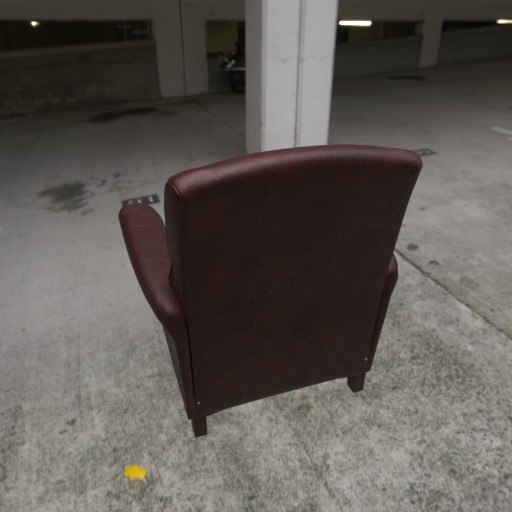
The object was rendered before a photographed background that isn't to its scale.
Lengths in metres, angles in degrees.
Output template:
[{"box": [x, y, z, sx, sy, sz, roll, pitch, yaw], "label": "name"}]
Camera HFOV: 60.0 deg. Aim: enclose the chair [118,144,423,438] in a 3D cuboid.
[{"box": [0.000, 0.000, 1.761, 0.978, 1.061, 0.902, -10, 30, -17], "label": "chair"}]
